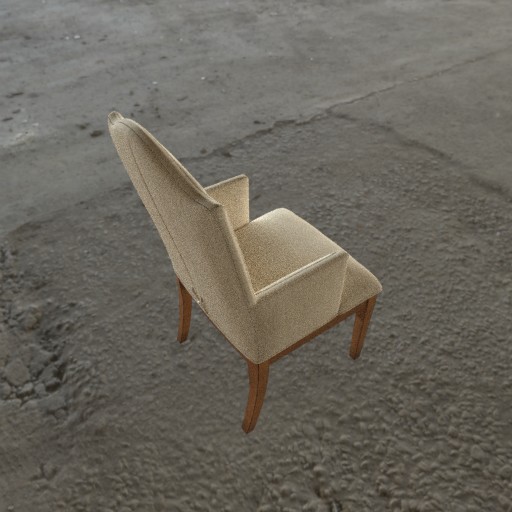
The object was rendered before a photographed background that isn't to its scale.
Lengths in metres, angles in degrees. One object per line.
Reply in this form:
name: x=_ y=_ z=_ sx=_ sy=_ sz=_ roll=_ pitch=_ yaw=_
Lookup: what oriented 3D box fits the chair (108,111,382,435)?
chair: x=0.000 y=0.000 z=1.368 sx=0.641 sy=1.016 sz=0.533 roll=-26 pitch=48 yaw=-26
